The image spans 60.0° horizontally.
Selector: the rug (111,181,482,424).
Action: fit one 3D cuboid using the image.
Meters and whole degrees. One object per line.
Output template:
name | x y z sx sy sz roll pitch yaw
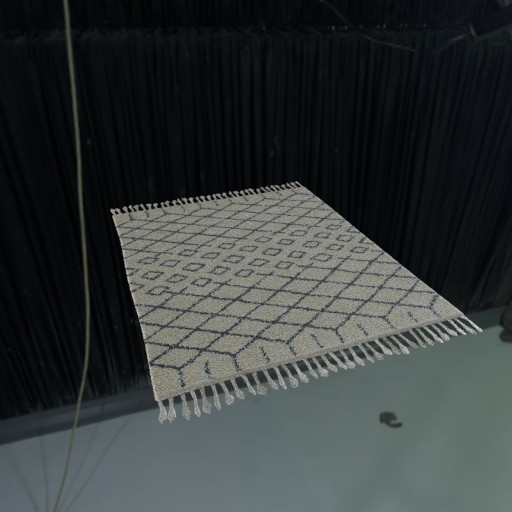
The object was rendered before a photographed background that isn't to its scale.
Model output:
rug | 0.000 0.000 4.195 2.388 0.030 3.213 -11 32 -18
